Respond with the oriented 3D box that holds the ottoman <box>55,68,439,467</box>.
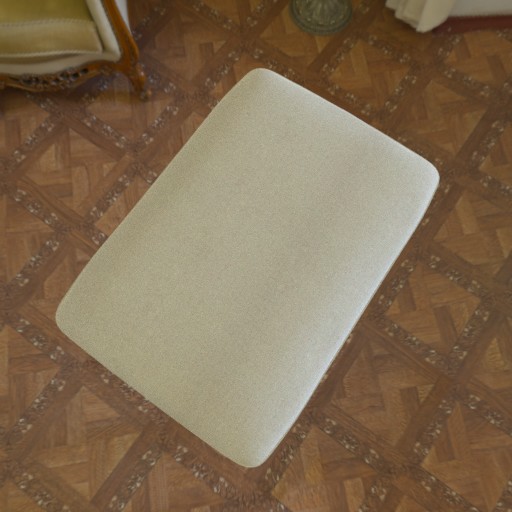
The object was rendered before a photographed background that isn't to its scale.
[{"bbox_3d":[0.000,0.000,1.354,0.686,0.453,0.984,33,77,9],"label":"ottoman"}]
